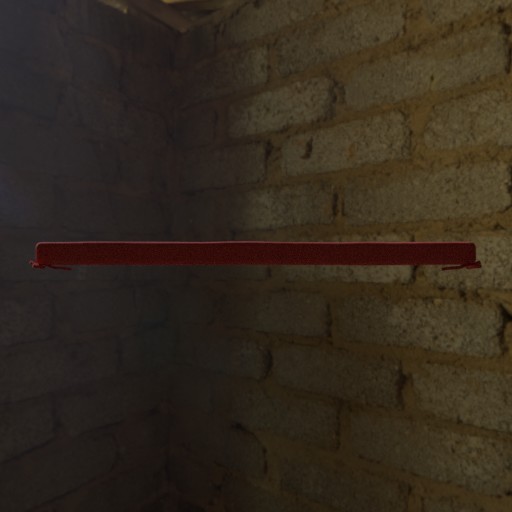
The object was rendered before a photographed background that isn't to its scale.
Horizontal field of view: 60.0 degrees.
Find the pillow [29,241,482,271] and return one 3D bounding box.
[{"bbox_3d":[0.000,0.000,1.344,1.187,0.081,0.492,0,0,-1],"label":"pillow"}]
